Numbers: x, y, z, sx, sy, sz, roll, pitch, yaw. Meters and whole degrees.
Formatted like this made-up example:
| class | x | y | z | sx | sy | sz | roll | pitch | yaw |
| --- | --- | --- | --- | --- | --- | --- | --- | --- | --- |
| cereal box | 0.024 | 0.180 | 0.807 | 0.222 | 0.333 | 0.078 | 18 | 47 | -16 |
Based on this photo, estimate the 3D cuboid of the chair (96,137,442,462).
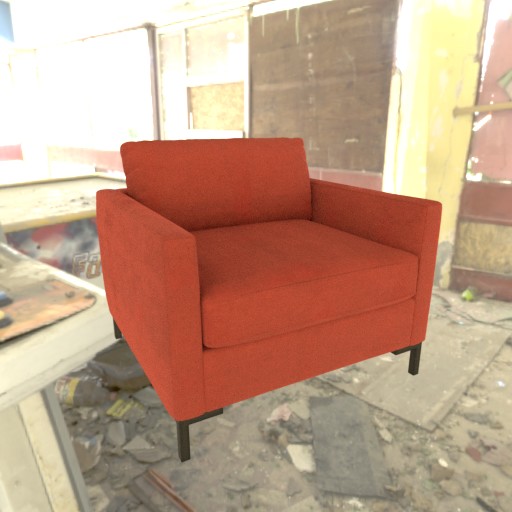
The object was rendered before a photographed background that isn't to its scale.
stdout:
| class | x | y | z | sx | sy | sz | roll | pitch | yaw |
| --- | --- | --- | --- | --- | --- | --- | --- | --- | --- |
| chair | 0.000 | 0.000 | 1.613 | 0.964 | 0.812 | 0.875 | -9 | 19 | -28 |
